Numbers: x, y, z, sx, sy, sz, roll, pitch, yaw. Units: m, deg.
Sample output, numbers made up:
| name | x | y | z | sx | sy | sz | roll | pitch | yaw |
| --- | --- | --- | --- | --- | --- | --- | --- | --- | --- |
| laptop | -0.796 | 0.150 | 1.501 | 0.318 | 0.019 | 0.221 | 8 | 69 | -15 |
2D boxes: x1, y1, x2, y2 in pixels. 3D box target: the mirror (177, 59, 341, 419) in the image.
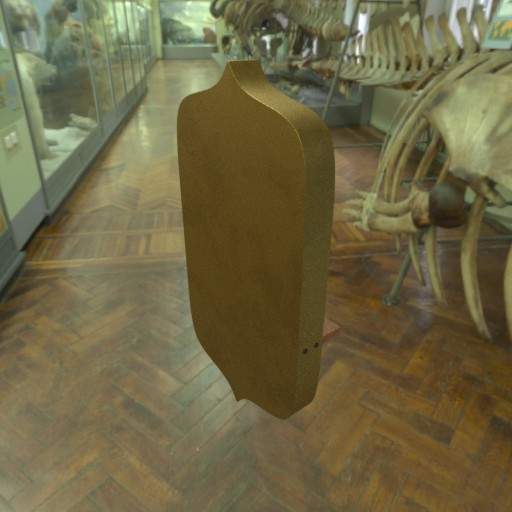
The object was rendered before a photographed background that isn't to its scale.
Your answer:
| name | x | y | z | sx | sy | sz | roll | pitch | yaw |
| --- | --- | --- | --- | --- | --- | --- | --- | --- | --- |
| mirror | 0.000 | 0.000 | 0.755 | 0.096 | 0.613 | 0.323 | -20 | 33 | -33 |
